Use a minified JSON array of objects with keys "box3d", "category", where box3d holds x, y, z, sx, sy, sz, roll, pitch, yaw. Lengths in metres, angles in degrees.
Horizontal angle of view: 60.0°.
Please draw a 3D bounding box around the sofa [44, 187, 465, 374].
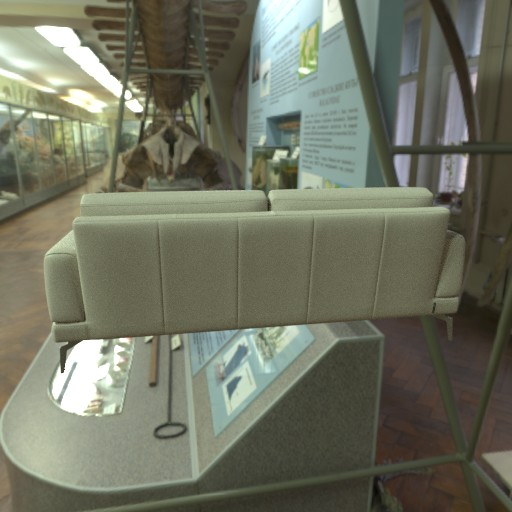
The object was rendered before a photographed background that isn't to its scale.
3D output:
[{"box3d":[0.000,0.000,2.392,1.940,0.765,0.974,-3,15,-10],"category":"sofa"}]
